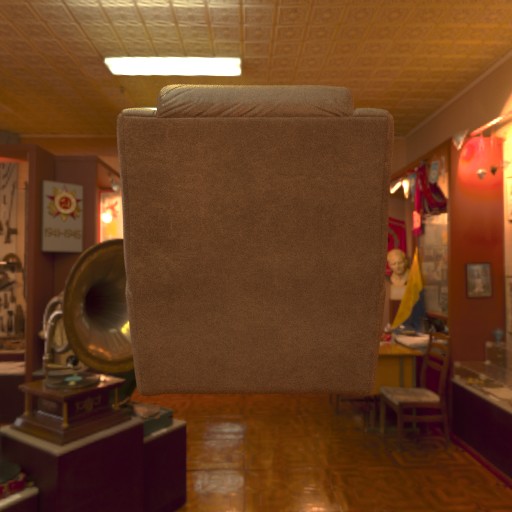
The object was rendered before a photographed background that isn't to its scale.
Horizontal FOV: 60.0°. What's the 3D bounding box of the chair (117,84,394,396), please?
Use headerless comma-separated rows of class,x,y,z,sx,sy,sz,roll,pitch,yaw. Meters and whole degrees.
chair,0.000,0.000,1.900,0.965,1.116,1.068,0,-2,0
